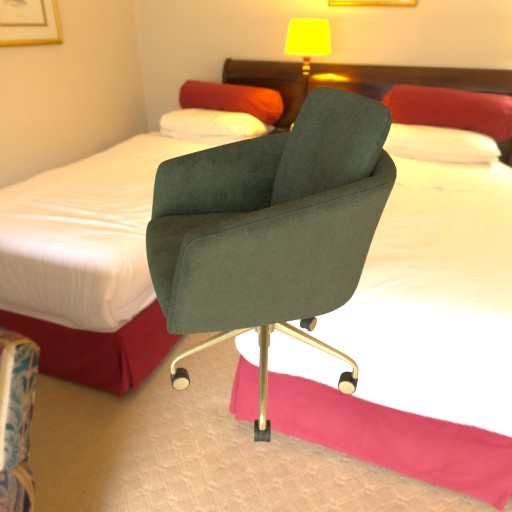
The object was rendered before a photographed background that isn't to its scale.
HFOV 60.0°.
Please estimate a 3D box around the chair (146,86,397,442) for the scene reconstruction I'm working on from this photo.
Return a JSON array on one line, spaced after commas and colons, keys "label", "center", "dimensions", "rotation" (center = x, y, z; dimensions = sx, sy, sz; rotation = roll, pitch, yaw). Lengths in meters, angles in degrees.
[{"label": "chair", "center": [0.000, 0.000, 1.338], "dimensions": [0.635, 0.908, 0.641], "rotation": [-8, 29, -14]}]
